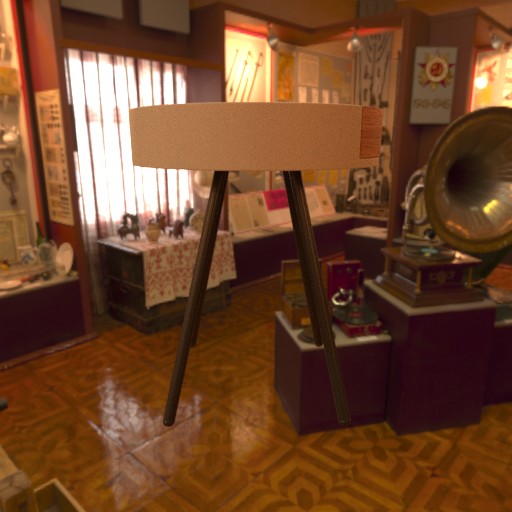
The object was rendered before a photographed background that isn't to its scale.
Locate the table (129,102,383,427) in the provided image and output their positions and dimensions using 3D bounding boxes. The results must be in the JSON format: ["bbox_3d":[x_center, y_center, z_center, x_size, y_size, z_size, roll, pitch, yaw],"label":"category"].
[{"bbox_3d":[0.000,0.000,0.849,0.450,0.525,0.450,0,15,0],"label":"table"}]
